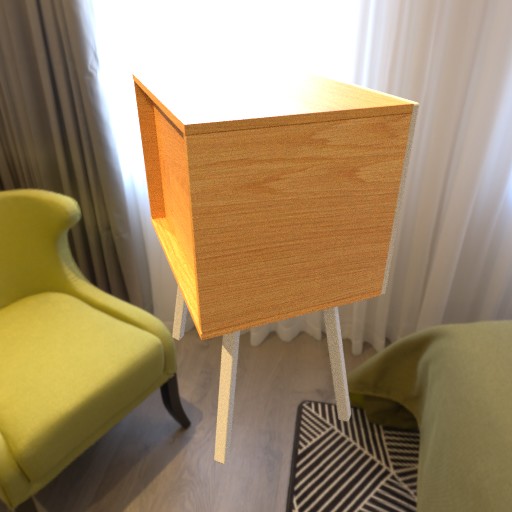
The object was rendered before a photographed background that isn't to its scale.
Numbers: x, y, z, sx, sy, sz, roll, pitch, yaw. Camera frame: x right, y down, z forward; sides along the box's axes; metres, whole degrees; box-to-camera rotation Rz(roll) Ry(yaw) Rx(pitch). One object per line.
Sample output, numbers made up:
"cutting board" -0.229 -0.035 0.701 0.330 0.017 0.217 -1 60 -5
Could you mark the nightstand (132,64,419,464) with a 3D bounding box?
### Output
"nightstand" 0.000 0.000 0.823 0.316 0.601 0.400 -11 32 -18
